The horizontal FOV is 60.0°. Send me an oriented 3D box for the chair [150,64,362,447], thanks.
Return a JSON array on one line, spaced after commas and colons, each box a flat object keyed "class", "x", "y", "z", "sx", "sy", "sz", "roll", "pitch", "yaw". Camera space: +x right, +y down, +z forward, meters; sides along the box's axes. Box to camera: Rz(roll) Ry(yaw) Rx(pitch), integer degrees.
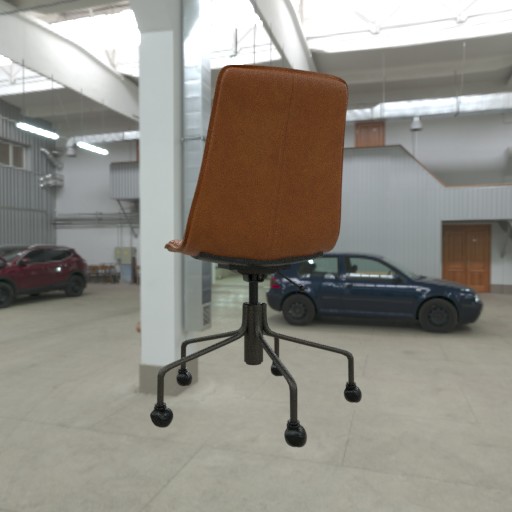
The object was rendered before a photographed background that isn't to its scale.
[{"class": "chair", "x": 0.000, "y": 0.000, "z": 1.360, "sx": 0.651, "sy": 0.920, "sz": 0.660, "roll": 0, "pitch": 1, "yaw": -18}]
